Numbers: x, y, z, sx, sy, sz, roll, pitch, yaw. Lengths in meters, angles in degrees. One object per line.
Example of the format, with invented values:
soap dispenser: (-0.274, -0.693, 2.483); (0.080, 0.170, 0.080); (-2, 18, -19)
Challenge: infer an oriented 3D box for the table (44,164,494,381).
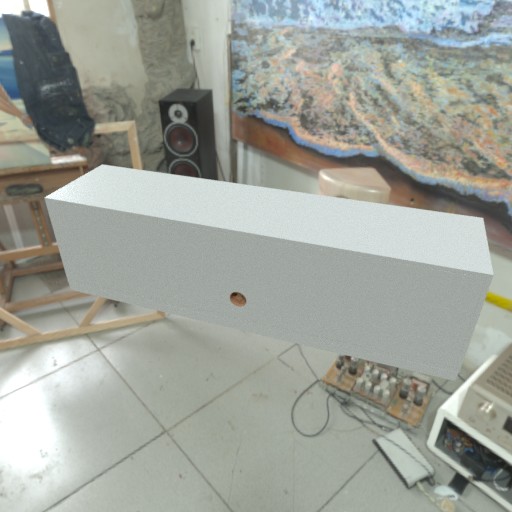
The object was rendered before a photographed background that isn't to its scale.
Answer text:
table: (0.000, 0.000, 1.735); (1.550, 0.440, 0.400); (11, 34, 16)
